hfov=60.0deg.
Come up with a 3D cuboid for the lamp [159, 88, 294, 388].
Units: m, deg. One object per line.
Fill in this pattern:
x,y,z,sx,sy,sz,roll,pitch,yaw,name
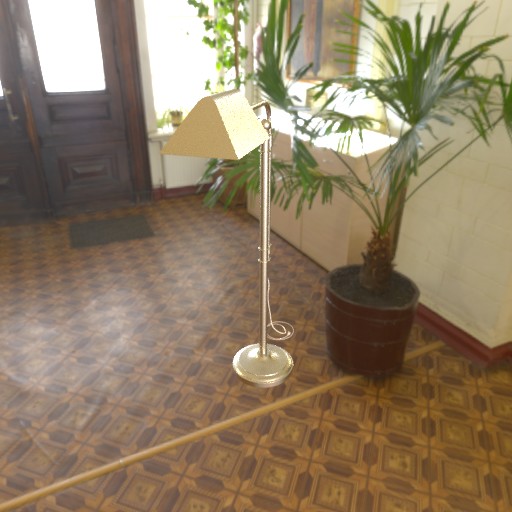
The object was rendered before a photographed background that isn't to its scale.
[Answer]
0.000,0.000,0.968,0.159,0.708,0.546,8,27,16,lamp
